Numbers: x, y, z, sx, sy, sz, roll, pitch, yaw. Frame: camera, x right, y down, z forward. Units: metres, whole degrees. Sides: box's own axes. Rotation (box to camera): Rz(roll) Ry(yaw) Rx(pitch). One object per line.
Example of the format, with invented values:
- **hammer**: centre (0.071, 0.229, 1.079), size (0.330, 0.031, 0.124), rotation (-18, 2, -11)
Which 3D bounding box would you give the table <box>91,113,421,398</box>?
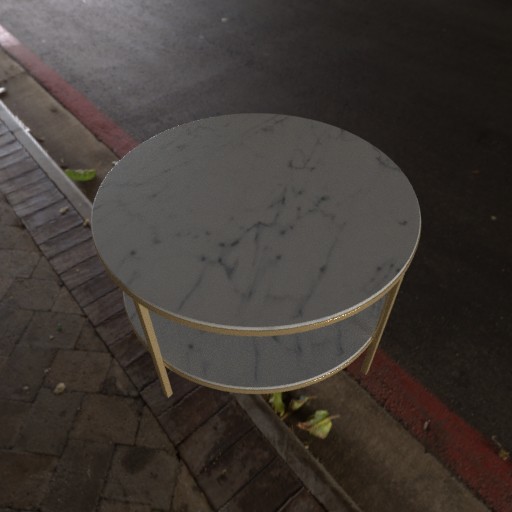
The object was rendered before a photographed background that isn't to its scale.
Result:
- **table**: centre (0.000, 0.000, 1.266), size (0.800, 0.450, 0.800), rotation (0, 47, 0)
